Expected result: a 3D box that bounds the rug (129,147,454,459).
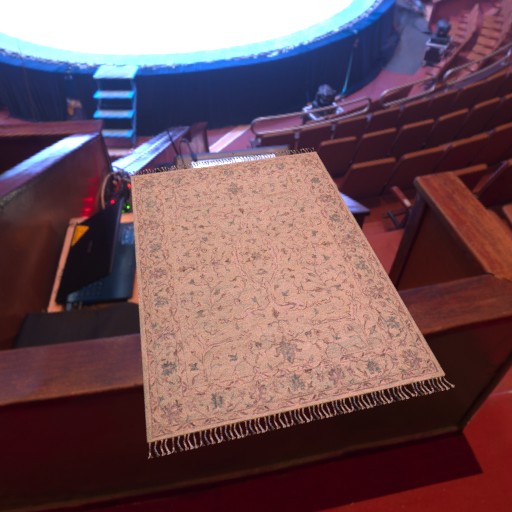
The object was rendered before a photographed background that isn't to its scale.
[{"bbox_3d":[0.000,0.000,2.302,1.247,0.008,1.802,-10,47,-9],"label":"rug"}]
